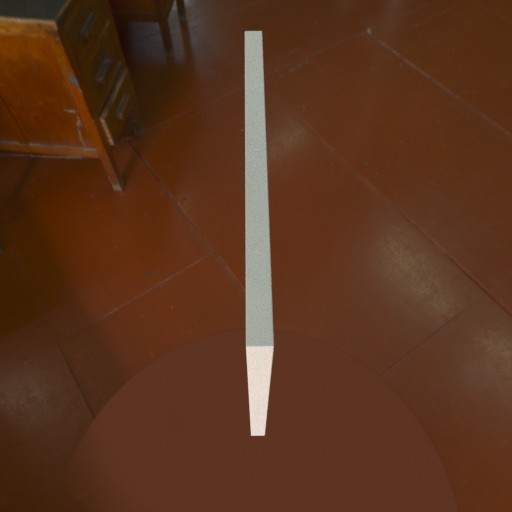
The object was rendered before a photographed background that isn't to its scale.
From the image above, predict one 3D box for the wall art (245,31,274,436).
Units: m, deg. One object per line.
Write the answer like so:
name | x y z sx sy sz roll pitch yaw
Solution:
wall art | 0.000 0.000 1.159 0.040 0.762 0.762 -1 59 0
